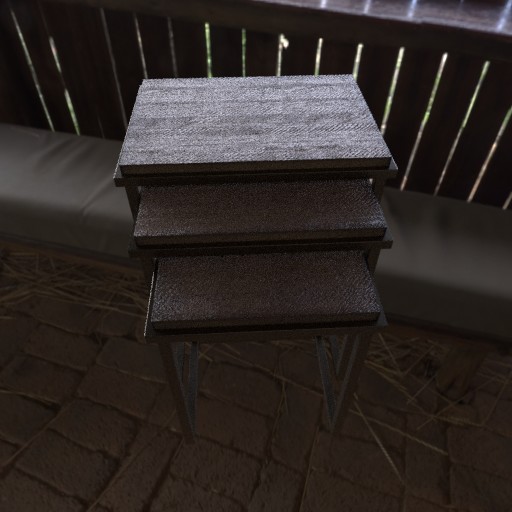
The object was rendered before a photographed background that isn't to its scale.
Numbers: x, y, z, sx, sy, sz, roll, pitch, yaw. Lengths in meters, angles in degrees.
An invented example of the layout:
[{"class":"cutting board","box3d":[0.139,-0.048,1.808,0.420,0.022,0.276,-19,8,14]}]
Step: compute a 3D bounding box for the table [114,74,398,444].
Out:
[{"class":"table","box3d":[0.000,0.000,1.108,0.559,0.610,0.706,-2,46,-2]}]
